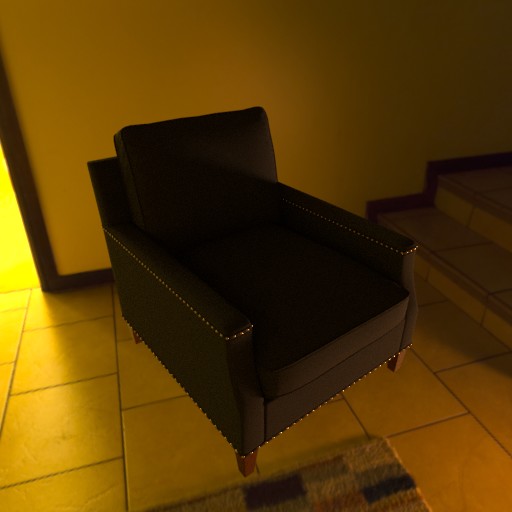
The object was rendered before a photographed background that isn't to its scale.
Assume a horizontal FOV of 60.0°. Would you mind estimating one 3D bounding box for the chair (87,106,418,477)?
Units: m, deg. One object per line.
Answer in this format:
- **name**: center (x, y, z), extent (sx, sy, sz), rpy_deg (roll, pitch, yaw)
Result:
- **chair**: center (0.000, 0.000, 1.711), extent (0.853, 0.943, 1.014), rpy_deg (-21, 35, -32)
